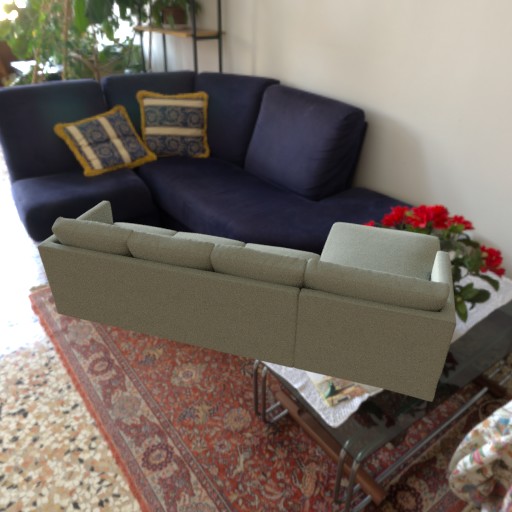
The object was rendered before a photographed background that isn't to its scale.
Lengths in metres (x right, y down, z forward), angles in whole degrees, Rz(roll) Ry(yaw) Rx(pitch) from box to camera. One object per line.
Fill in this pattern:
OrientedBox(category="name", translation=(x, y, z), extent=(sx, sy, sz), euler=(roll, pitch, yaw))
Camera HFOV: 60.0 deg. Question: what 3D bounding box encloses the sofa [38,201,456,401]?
OrientedBox(category="sofa", translation=(0.000, 0.000, 3.962), extent=(3.205, 0.922, 1.650), euler=(10, 33, 15))
